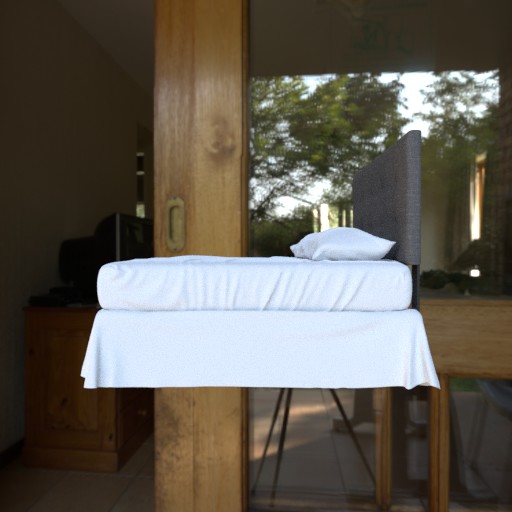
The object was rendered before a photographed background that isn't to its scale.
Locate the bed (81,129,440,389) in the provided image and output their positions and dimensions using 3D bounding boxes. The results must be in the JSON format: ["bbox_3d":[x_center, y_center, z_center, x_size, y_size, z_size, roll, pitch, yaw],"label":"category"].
[{"bbox_3d":[0.000,0.000,3.530,2.222,1.577,1.936,0,1,0],"label":"bed"}]
